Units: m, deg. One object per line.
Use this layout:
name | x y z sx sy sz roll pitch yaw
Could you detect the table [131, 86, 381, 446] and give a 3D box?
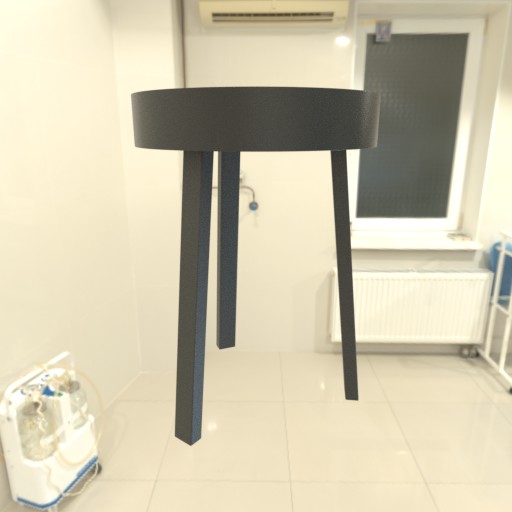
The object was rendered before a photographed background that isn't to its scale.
table | 0.000 0.000 0.825 0.406 0.559 0.406 0 16 0
